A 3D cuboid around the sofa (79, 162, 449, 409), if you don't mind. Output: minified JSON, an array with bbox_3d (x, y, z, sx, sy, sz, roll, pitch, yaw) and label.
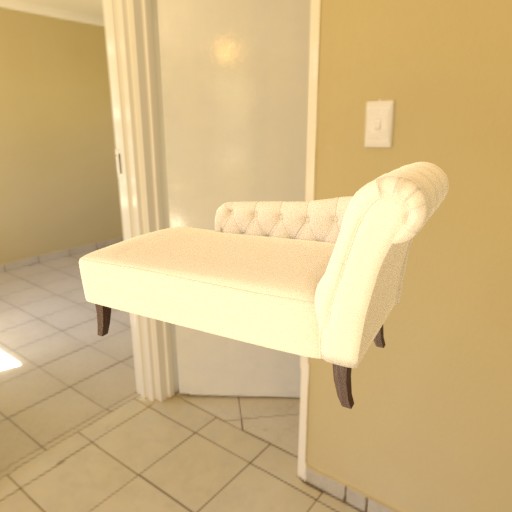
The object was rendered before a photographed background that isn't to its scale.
[{"bbox_3d":[0.000,0.000,1.853,1.379,0.787,0.675,9,19,27],"label":"sofa"}]
